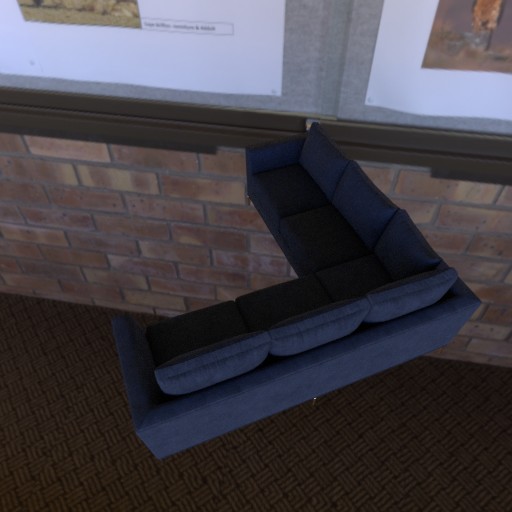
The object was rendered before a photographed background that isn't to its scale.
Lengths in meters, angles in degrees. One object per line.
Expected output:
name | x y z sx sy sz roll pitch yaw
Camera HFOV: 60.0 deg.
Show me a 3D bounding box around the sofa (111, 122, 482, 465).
sofa | 0.000 0.000 3.774 2.463 0.988 2.472 -16 49 -15
